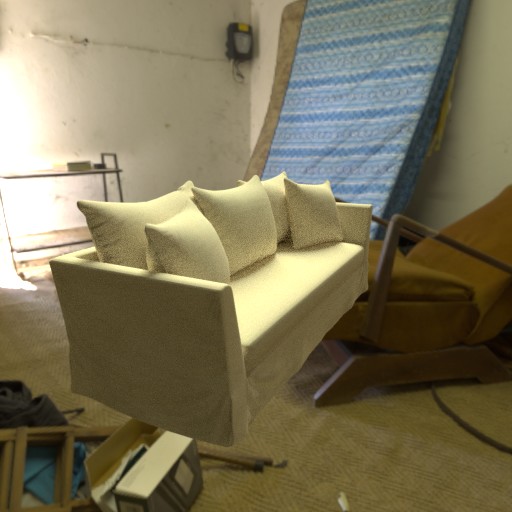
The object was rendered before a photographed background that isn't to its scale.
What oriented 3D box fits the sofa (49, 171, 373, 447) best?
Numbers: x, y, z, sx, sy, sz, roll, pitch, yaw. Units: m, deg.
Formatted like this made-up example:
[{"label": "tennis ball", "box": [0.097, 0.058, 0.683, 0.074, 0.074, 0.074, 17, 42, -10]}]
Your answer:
[{"label": "sofa", "box": [0.000, 0.000, 3.025, 1.030, 1.042, 2.484, 8, 17, 26]}]
